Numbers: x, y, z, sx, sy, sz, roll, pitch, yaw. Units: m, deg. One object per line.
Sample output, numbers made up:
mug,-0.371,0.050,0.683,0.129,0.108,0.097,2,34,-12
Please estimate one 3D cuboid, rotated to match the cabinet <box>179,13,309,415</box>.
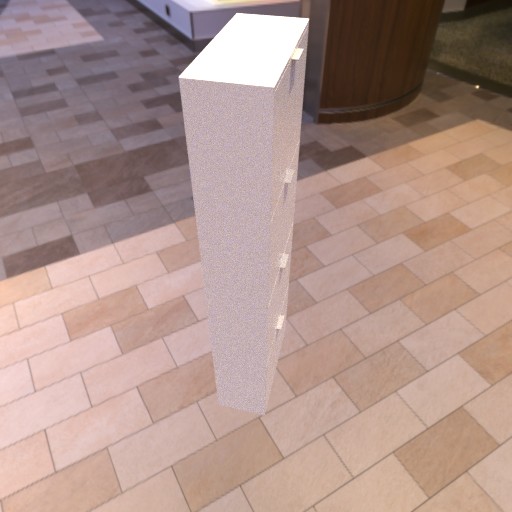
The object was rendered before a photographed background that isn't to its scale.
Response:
cabinet,0.000,0.000,1.792,0.255,1.630,0.520,10,45,10
